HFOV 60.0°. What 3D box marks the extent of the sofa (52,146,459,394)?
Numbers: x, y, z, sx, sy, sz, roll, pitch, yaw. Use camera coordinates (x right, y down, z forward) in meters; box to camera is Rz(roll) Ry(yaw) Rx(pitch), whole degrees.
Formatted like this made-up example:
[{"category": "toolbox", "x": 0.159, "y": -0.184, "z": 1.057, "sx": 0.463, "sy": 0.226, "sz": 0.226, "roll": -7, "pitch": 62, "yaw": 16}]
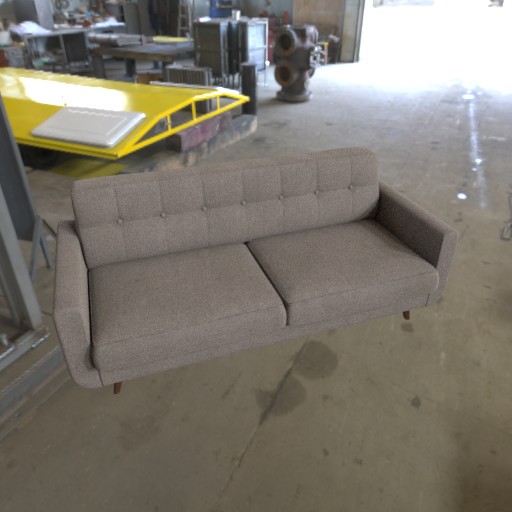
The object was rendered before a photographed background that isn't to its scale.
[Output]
[{"category": "sofa", "x": 0.000, "y": 0.000, "z": 2.466, "sx": 2.029, "sy": 0.841, "sz": 0.909, "roll": -10, "pitch": 33, "yaw": -16}]
